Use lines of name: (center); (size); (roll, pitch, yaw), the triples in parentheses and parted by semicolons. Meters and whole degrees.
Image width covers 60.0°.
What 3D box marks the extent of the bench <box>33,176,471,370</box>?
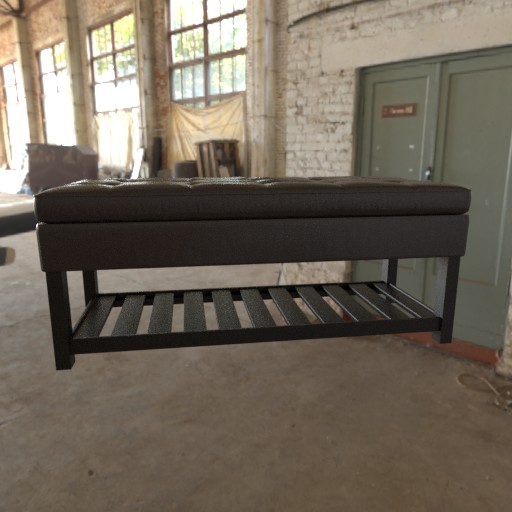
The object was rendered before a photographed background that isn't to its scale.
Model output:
bench: (0.000, 0.000, 1.334); (1.105, 0.460, 0.432); (-2, 13, -9)
